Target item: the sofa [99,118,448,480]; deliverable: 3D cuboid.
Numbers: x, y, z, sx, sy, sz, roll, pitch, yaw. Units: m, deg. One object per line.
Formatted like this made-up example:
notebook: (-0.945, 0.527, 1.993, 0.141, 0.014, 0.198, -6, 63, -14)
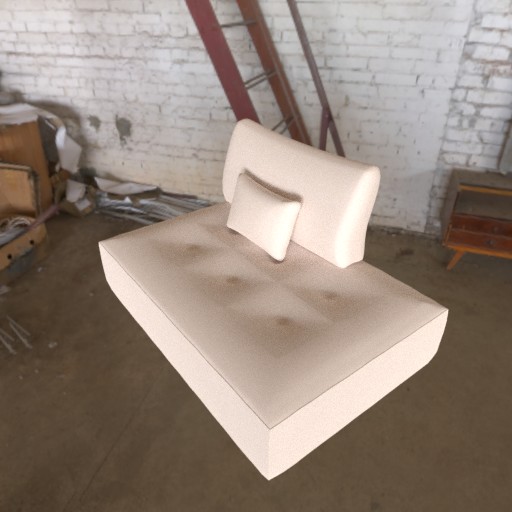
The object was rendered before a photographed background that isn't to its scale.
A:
sofa: (0.000, 0.000, 2.066, 1.000, 0.820, 1.450, -22, 39, -31)
